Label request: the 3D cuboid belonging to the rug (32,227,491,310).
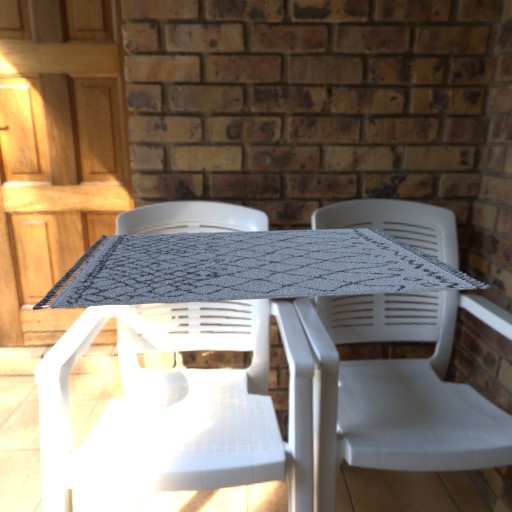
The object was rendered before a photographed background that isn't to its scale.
[{"bbox_3d":[0.000,0.000,2.983,2.312,0.017,1.613,-2,15,-7],"label":"rug"}]
